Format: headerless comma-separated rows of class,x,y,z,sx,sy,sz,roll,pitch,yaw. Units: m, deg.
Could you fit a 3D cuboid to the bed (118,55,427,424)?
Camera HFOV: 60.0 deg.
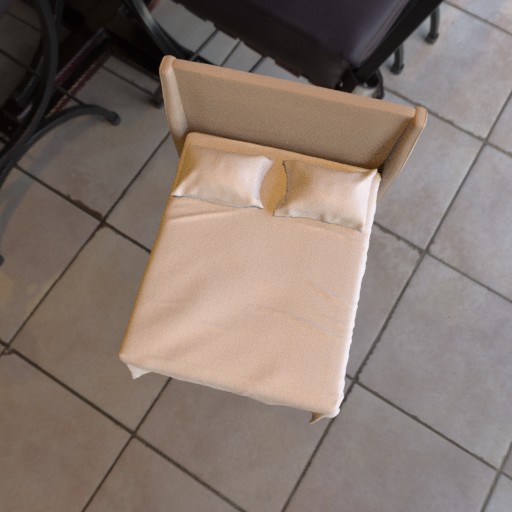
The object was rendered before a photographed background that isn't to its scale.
bed,0.000,0.000,3.437,1.925,1.332,2.276,13,75,4
